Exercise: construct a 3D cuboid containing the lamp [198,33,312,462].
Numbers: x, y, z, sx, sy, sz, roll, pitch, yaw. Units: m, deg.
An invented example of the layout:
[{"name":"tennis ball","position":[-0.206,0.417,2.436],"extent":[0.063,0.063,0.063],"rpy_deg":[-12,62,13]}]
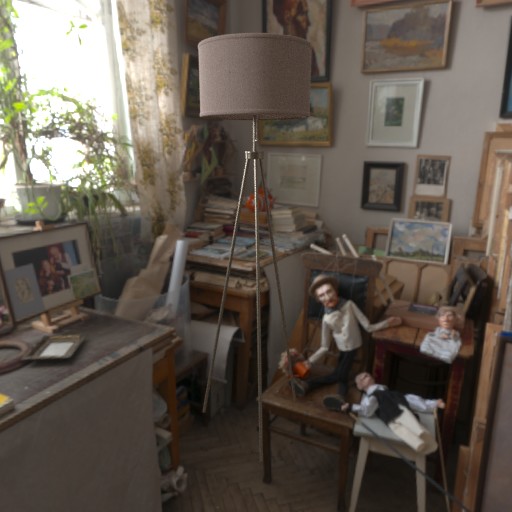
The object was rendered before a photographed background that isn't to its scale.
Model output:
[{"name":"lamp","position":[0.000,0.000,1.763],"extent":[0.449,1.545,0.460],"rpy_deg":[-3,15,-10]}]
